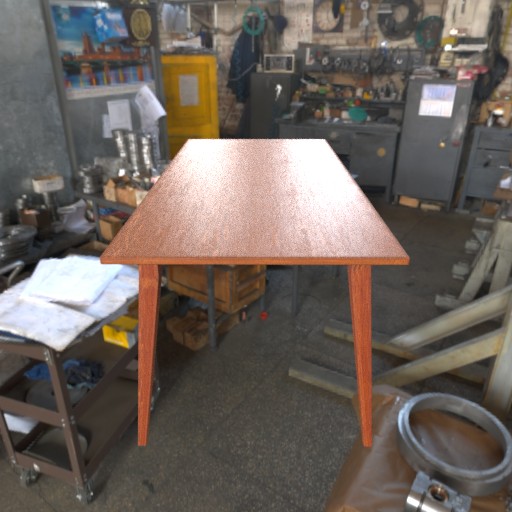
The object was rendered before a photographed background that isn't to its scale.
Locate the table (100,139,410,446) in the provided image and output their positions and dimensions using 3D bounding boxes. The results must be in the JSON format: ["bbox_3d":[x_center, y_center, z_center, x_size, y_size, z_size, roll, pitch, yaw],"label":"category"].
[{"bbox_3d":[0.000,0.000,2.039,0.811,0.755,1.609,0,25,0],"label":"table"}]
